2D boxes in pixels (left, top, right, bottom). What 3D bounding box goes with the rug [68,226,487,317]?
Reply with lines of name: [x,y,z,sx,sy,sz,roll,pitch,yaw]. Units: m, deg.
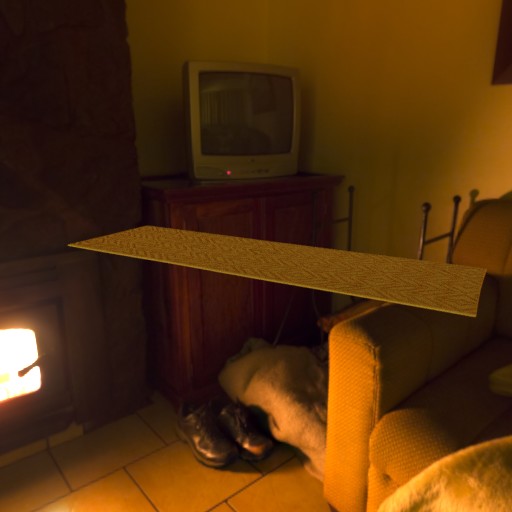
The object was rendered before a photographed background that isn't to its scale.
rug: [0.000,0.000,2.655,2.435,0.009,0.750,8,17,29]
